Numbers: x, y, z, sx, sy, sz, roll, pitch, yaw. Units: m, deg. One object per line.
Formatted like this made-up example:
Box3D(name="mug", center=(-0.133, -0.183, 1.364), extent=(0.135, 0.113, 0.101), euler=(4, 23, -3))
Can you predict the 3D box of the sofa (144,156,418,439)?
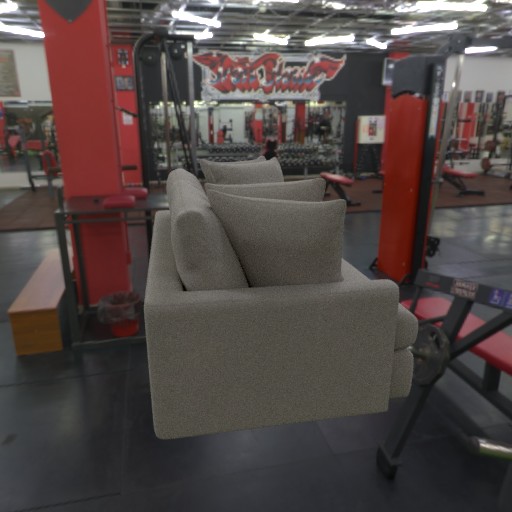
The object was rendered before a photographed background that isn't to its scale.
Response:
Box3D(name="sofa", center=(0.000, 0.000, 2.680), extent=(1.228, 1.080, 1.869), euler=(-3, 17, -10))
